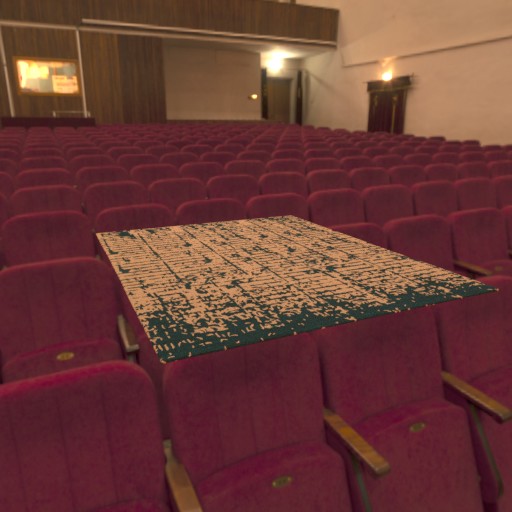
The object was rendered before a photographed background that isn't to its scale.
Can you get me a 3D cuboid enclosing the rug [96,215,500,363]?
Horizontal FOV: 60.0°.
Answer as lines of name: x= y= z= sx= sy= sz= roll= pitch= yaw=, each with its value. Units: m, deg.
rug: x=0.000 y=0.000 z=3.966 sx=2.416 sy=0.014 sz=3.017 roll=-7 pitch=18 yaw=-24
